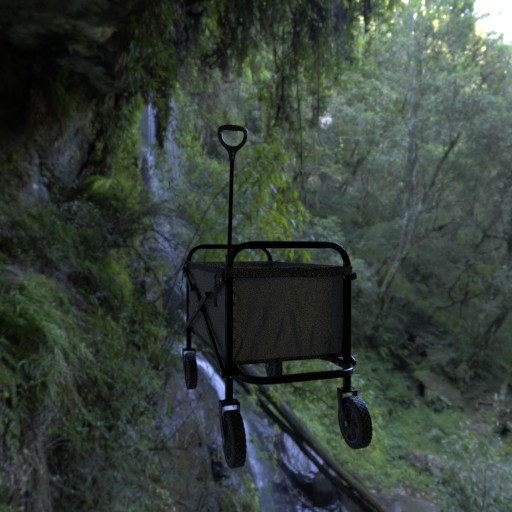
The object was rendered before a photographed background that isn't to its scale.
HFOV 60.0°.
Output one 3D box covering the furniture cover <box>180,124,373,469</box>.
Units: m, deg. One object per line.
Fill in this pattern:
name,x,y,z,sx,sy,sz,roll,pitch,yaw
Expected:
furniture cover,0.000,0.000,1.856,0.532,1.295,1.038,0,1,-18
